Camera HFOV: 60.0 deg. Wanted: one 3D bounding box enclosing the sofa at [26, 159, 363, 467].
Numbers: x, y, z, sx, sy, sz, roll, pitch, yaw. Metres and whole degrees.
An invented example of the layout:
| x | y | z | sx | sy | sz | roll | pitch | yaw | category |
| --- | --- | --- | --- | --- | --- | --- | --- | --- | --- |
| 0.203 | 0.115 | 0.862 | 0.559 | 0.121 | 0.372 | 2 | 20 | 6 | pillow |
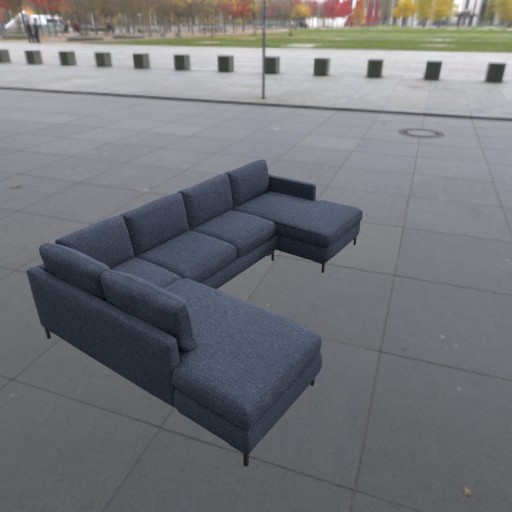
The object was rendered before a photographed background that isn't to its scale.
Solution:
| x | y | z | sx | sy | sz | roll | pitch | yaw | category |
| --- | --- | --- | --- | --- | --- | --- | --- | --- | --- |
| 0.000 | 0.000 | 3.790 | 2.007 | 0.813 | 2.956 | 18 | 33 | 31 | sofa |
